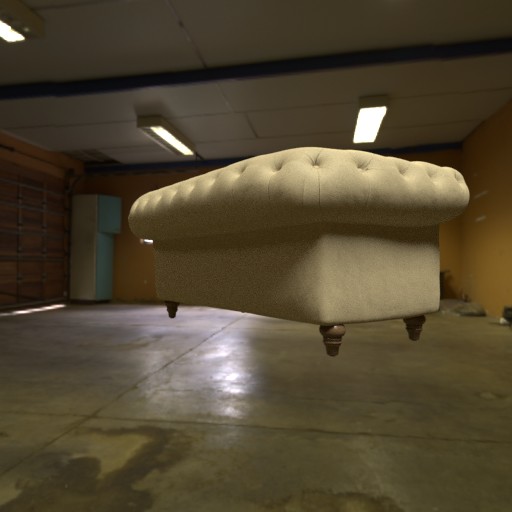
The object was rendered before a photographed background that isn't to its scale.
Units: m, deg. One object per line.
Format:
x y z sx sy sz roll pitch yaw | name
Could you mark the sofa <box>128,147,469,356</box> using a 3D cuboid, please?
0.000 0.000 2.529 1.069 0.835 1.988 1 -1 -36 | sofa
